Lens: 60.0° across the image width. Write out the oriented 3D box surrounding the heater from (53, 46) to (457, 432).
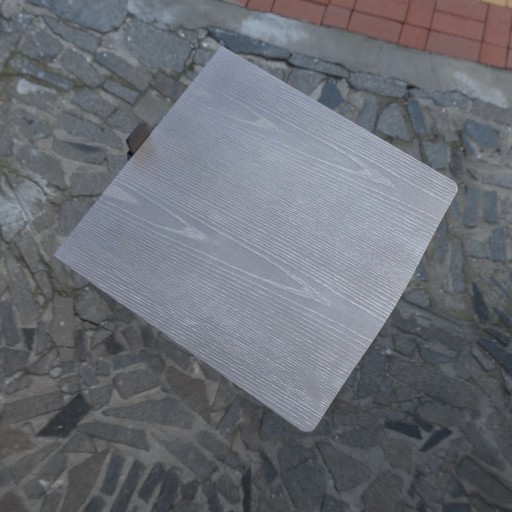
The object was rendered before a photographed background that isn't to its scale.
[{"bbox_3d":[0.000,0.000,0.754,0.400,0.481,0.362,33,78,8],"label":"heater"}]
